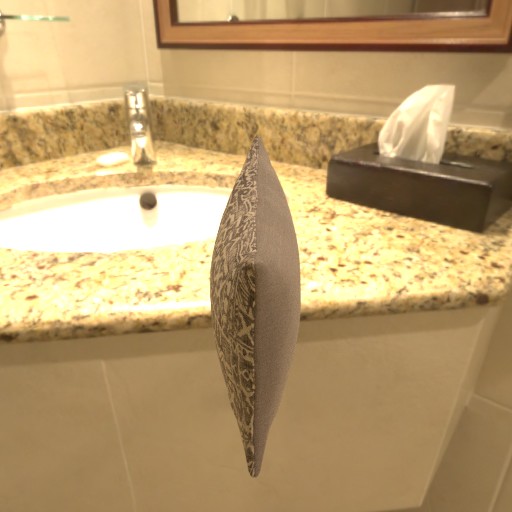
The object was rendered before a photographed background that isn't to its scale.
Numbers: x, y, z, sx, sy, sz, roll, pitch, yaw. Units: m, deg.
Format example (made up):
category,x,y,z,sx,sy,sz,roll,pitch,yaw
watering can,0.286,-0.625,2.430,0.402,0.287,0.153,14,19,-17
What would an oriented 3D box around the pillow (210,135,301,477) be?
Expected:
category,x,y,z,sx,sy,sz,roll,pitch,yaw
pillow,0.000,0.000,0.753,0.148,0.290,0.631,0,26,0
